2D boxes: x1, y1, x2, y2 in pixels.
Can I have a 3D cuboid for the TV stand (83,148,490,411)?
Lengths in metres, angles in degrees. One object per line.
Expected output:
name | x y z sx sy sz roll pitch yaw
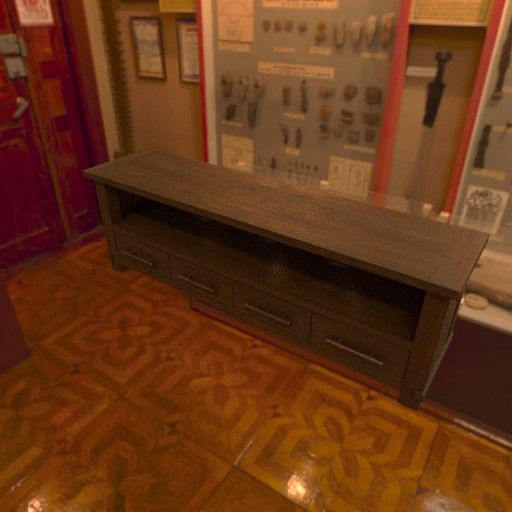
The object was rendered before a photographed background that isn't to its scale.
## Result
TV stand | 0.000 0.000 2.152 1.866 0.615 0.471 20 36 29
